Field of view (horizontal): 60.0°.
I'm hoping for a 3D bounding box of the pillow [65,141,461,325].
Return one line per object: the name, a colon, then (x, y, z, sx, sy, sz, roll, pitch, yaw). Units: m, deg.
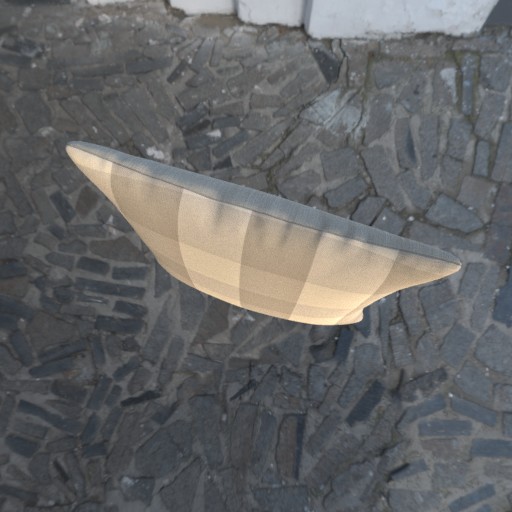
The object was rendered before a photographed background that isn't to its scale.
pillow: (0.000, 0.000, 0.785, 0.511, 0.509, 0.161, 17, 76, 5)
